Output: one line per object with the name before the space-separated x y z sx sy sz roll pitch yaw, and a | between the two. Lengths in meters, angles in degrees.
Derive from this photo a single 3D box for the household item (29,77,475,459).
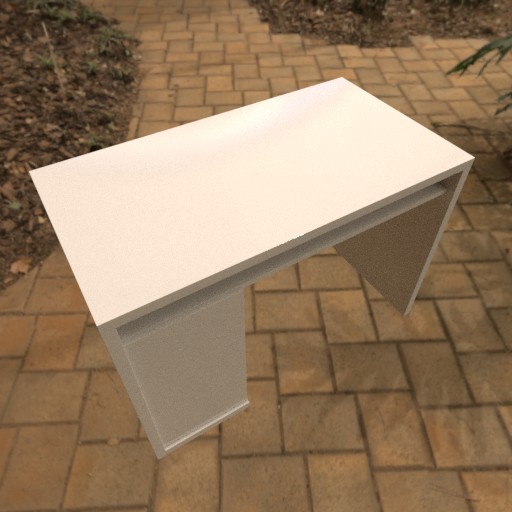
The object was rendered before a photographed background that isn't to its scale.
household item | 0.000 0.000 1.513 1.100 0.749 0.597 -24 51 -21
